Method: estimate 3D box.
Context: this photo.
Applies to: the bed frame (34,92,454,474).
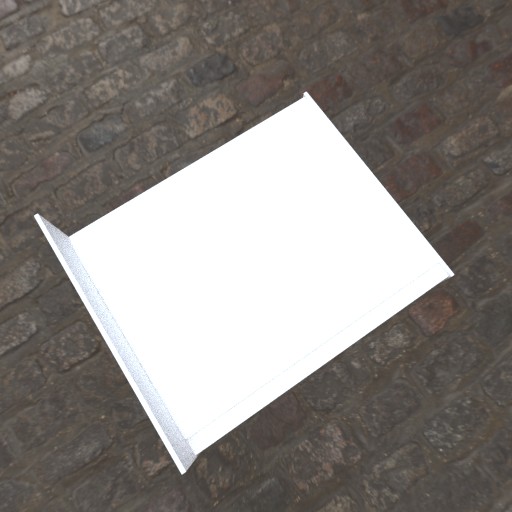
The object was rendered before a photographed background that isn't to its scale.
[{"bbox_3d":[0.000,0.000,2.877,1.960,0.800,1.622,-33,77,-8],"label":"bed frame"}]
